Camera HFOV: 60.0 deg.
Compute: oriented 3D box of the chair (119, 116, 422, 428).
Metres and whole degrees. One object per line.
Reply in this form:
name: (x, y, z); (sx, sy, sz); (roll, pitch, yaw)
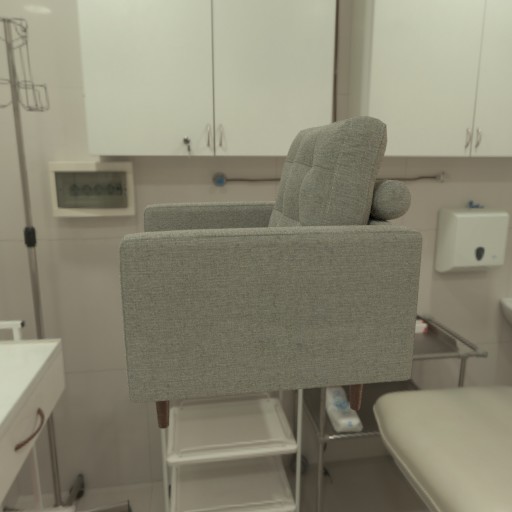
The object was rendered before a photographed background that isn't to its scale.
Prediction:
chair: (0.000, 0.000, 1.522); (0.843, 0.880, 0.821); (-2, 13, -9)
